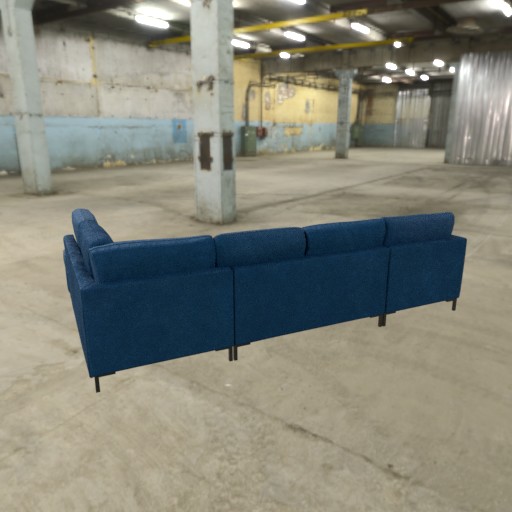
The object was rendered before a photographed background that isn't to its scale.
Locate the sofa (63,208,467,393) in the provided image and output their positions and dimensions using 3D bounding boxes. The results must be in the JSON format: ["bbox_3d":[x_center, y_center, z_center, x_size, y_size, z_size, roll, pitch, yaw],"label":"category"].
[{"bbox_3d":[0.000,0.000,4.379,3.434,0.992,2.055,-7,17,-25],"label":"sofa"}]
